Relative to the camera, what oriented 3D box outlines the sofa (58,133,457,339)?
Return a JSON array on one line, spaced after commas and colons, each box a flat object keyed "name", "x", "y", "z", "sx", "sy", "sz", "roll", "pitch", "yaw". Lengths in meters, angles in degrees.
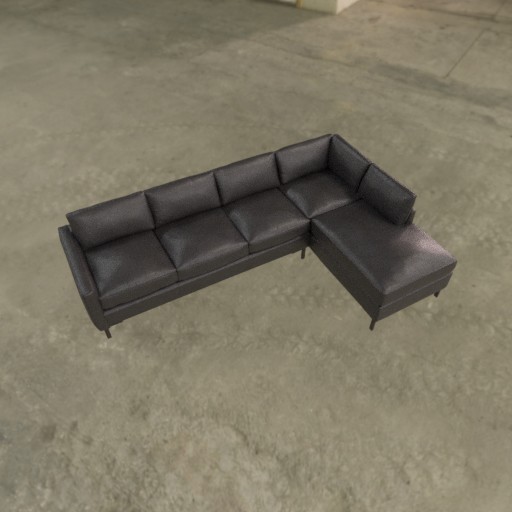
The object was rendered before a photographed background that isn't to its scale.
[{"name": "sofa", "x": 0.000, "y": 0.000, "z": 3.975, "sx": 2.984, "sy": 0.877, "sz": 1.938, "roll": -21, "pitch": 49, "yaw": -20}]
